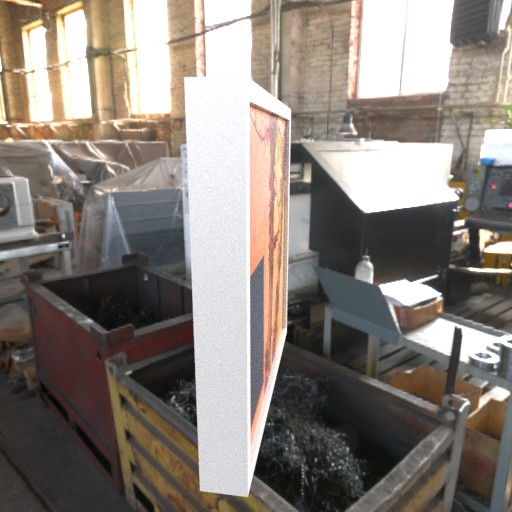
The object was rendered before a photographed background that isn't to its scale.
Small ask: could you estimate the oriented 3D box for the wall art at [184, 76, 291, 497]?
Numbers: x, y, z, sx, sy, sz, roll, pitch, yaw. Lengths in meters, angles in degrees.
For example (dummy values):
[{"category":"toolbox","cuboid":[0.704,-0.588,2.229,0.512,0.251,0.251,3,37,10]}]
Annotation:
[{"category":"wall art","cuboid":[0.000,0.000,0.450,0.038,0.302,0.305,2,15,9]}]
